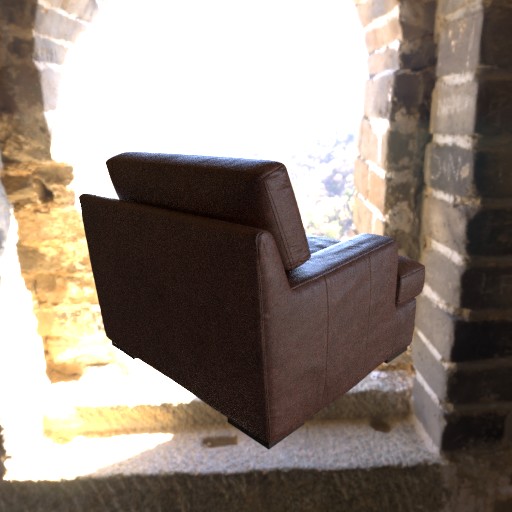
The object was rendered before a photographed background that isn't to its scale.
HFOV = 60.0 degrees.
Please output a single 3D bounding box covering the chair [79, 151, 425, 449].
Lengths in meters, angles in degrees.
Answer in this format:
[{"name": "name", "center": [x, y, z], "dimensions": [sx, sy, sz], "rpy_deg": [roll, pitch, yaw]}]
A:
[{"name": "chair", "center": [0.000, 0.000, 2.037], "dimensions": [1.168, 0.939, 1.143], "rpy_deg": [15, 22, 43]}]
